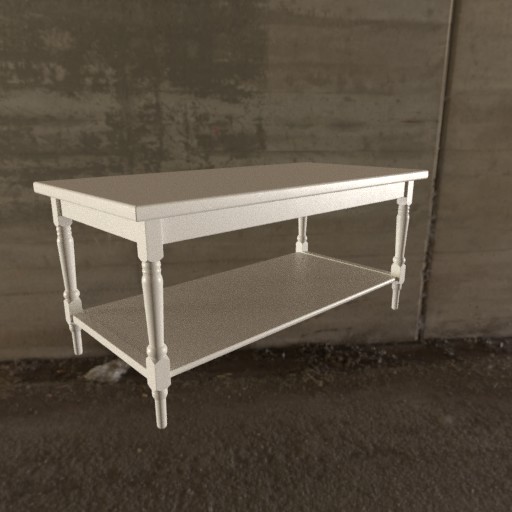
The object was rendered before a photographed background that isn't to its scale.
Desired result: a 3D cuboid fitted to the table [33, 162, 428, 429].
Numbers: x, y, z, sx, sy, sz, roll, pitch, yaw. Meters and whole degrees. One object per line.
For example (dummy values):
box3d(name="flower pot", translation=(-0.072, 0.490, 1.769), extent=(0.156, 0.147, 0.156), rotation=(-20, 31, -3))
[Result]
box3d(name="table", translation=(0.000, 0.000, 1.416), extent=(1.107, 0.510, 0.550), rotation=(-14, 21, -41))
